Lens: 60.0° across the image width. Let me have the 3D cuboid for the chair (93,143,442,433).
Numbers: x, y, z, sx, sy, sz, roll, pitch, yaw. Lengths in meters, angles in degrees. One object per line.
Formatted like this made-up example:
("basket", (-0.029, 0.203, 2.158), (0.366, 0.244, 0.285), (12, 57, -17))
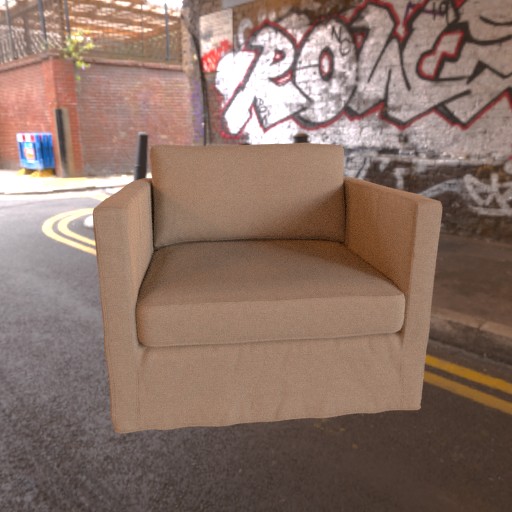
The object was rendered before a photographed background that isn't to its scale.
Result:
("chair", (0.000, 0.000, 1.770), (1.057, 0.867, 0.949), (-2, 15, -7))
